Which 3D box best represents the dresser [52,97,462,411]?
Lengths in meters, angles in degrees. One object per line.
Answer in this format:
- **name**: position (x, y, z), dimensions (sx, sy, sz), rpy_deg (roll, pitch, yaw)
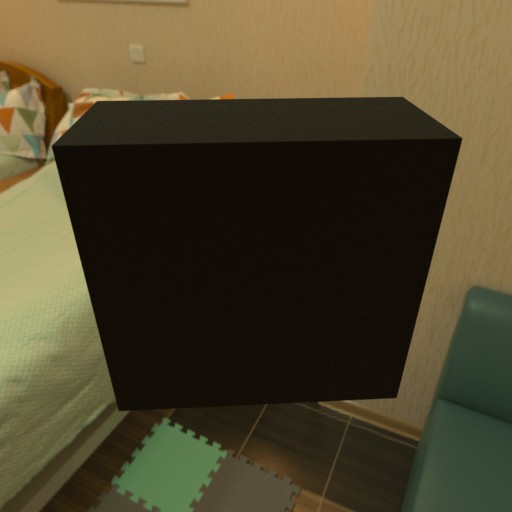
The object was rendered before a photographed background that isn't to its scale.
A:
- **dresser**: position (0.000, 0.000, 1.151), dimensions (0.750, 0.720, 0.360), rpy_deg (-2, 32, -3)
